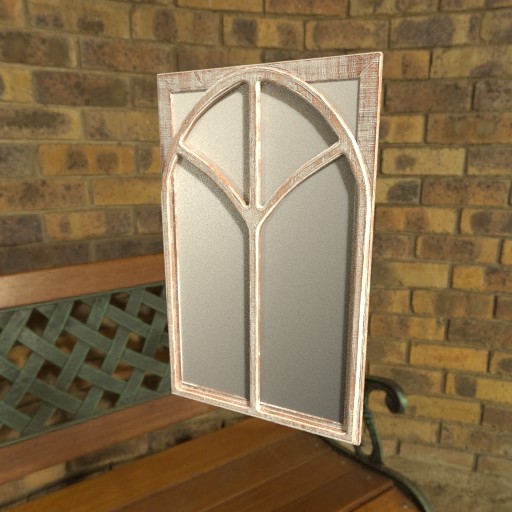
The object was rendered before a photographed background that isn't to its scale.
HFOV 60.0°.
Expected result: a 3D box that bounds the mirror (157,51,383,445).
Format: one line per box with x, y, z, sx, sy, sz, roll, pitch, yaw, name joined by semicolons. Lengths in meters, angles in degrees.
0.000;0.000;0.974;0.495;0.787;0.058;6;14;26;mirror
